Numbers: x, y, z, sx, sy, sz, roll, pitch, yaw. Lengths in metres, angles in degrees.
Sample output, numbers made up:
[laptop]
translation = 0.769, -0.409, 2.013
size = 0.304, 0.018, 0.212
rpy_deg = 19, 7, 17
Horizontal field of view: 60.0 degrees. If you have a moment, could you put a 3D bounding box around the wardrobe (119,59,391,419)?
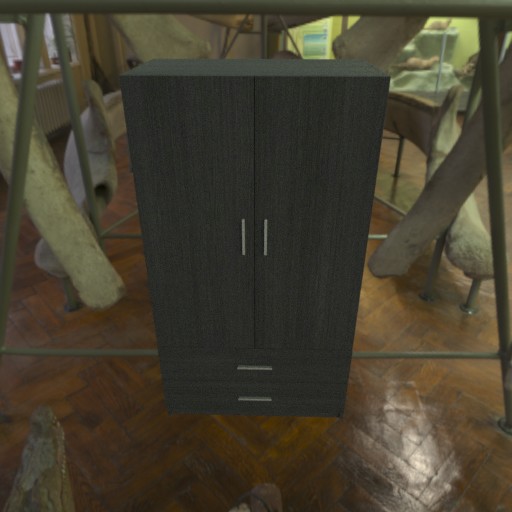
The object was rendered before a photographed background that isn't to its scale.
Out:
[wardrobe]
translation = 0.000, 0.000, 2.286
size = 0.991, 1.808, 0.577
rpy_deg = 1, 30, 1
